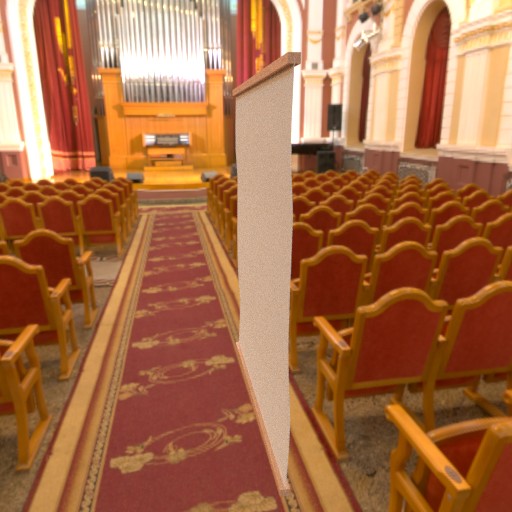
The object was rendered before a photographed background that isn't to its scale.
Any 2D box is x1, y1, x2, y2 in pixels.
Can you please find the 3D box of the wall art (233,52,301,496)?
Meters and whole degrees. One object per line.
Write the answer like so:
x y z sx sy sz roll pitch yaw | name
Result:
0.000 0.000 0.675 0.013 0.508 0.406 -3 16 -10 | wall art
